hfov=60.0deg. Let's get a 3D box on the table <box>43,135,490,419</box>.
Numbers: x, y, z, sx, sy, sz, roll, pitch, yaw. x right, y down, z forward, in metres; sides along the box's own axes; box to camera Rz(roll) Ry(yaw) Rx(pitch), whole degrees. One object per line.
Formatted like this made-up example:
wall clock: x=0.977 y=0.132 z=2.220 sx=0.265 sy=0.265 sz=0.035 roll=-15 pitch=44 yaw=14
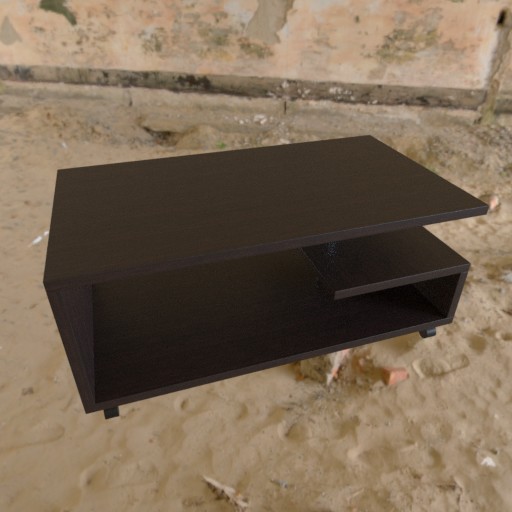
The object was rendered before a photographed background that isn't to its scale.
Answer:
table: x=0.000 y=0.000 z=1.343 sx=1.050 sy=0.460 sz=0.590 roll=-10 pitch=34 yaw=-15
